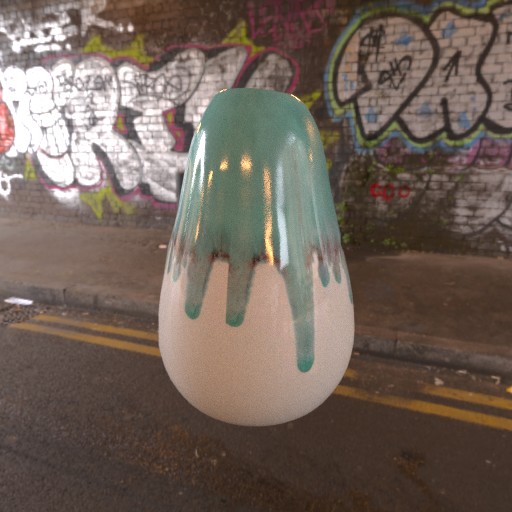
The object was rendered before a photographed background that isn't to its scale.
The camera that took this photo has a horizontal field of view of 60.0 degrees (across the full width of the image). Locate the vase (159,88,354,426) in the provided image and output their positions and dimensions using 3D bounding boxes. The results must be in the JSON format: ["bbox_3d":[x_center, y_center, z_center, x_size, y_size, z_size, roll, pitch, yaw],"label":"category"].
[{"bbox_3d":[0.000,0.000,0.258,0.116,0.179,0.116,0,14,0],"label":"vase"}]
